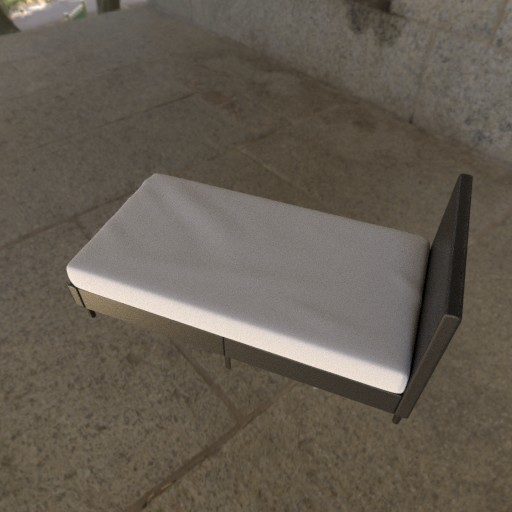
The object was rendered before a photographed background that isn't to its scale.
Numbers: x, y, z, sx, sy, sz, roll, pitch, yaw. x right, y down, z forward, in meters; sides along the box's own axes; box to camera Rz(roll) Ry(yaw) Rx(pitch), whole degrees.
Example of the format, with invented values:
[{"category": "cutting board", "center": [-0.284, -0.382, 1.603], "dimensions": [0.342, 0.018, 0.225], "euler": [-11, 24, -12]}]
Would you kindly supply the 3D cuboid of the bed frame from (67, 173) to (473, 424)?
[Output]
[{"category": "bed frame", "center": [0.000, 0.000, 2.528], "dimensions": [2.152, 1.046, 1.038], "euler": [15, 47, 15]}]
